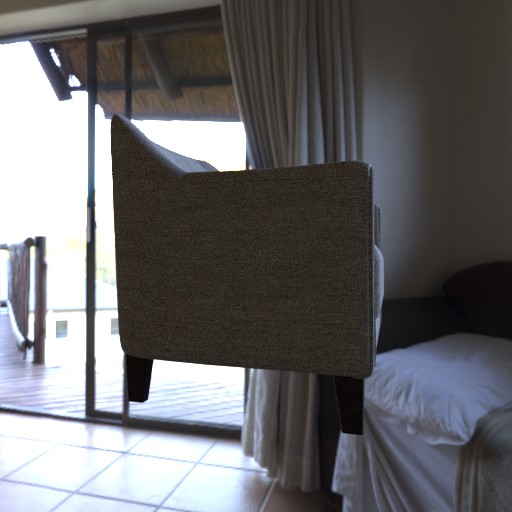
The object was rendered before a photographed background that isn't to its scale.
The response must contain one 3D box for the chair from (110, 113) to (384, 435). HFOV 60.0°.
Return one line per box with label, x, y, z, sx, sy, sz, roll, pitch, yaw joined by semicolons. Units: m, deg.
chair;0.000;0.000;1.382;0.758;0.761;0.796;0;-1;17
